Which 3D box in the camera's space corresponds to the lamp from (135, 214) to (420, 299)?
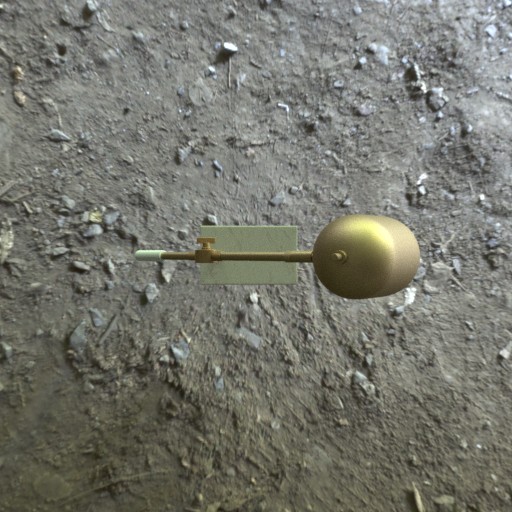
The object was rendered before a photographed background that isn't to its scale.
[{"bbox_3d":[0.000,0.000,0.813,0.471,0.603,0.144,0,90,-1],"label":"lamp"}]
